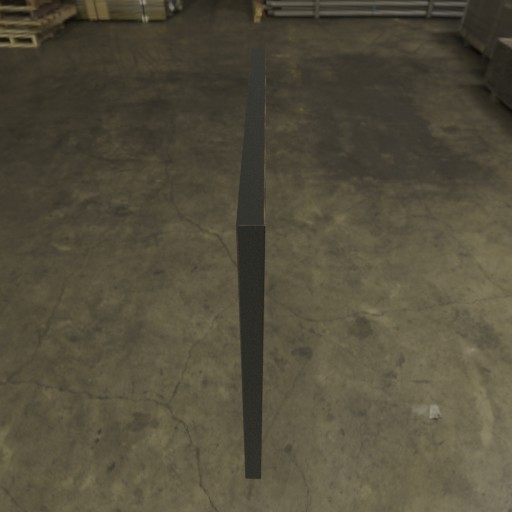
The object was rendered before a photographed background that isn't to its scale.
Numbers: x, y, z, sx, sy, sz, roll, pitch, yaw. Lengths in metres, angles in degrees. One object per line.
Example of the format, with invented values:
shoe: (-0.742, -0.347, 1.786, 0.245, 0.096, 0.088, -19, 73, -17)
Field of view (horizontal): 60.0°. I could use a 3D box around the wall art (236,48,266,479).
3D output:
wall art: (0.000, 0.000, 1.108, 0.038, 0.762, 0.762, 1, 41, 1)
